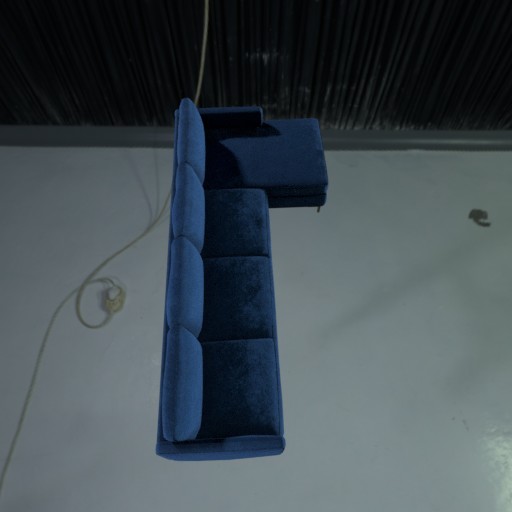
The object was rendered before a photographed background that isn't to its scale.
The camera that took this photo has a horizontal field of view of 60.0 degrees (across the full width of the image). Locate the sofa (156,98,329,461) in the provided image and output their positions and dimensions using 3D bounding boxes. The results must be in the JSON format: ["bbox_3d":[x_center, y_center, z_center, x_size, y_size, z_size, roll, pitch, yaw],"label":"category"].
[{"bbox_3d":[0.000,0.000,3.528,1.350,0.810,2.932,-2,62,-1],"label":"sofa"}]
